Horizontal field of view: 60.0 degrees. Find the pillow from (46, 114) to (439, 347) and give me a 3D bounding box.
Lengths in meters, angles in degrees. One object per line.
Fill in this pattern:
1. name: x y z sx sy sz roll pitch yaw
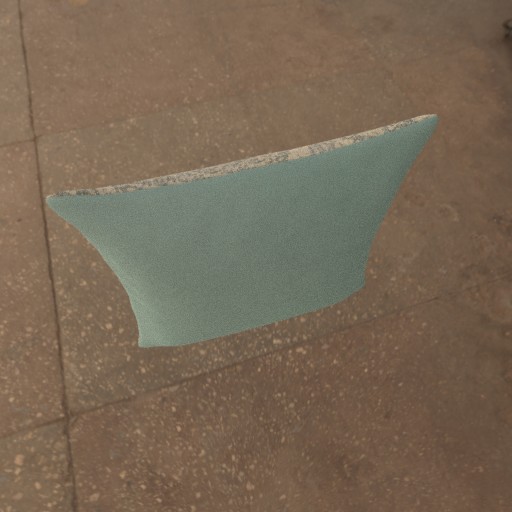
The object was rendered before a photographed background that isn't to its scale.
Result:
1. pillow: 0.000 0.000 0.782 0.526 0.507 0.166 -14 59 -9
